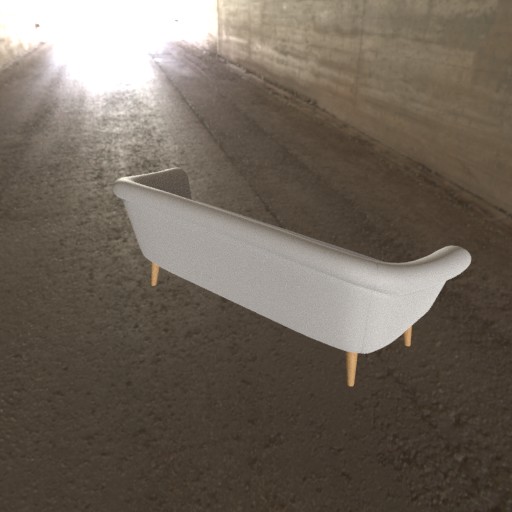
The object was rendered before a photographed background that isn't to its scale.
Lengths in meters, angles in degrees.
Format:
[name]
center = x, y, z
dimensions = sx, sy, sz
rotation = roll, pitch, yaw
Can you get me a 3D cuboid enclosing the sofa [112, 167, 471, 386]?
[sofa]
center = 0.000, 0.000, 2.635
dimensions = 2.160, 0.795, 0.827
rotation = 21, 36, 32
